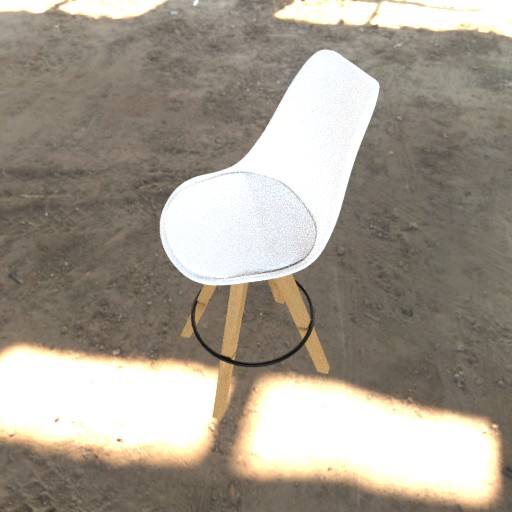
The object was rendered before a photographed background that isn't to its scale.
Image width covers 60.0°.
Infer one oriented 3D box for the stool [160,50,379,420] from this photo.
[{"bbox_3d":[0.000,0.000,1.396,0.549,1.115,0.482,-18,49,-16],"label":"stool"}]
